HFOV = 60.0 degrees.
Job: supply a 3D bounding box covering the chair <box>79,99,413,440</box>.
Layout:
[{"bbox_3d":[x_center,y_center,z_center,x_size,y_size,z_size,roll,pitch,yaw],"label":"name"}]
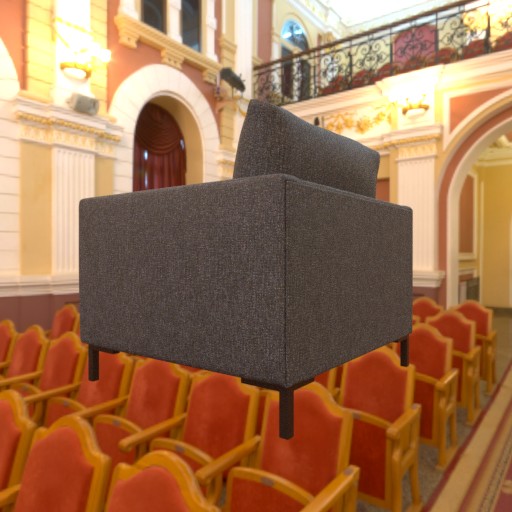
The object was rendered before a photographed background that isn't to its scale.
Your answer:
[{"bbox_3d":[0.000,0.000,1.638,0.866,0.861,0.963,0,0,37],"label":"chair"}]
